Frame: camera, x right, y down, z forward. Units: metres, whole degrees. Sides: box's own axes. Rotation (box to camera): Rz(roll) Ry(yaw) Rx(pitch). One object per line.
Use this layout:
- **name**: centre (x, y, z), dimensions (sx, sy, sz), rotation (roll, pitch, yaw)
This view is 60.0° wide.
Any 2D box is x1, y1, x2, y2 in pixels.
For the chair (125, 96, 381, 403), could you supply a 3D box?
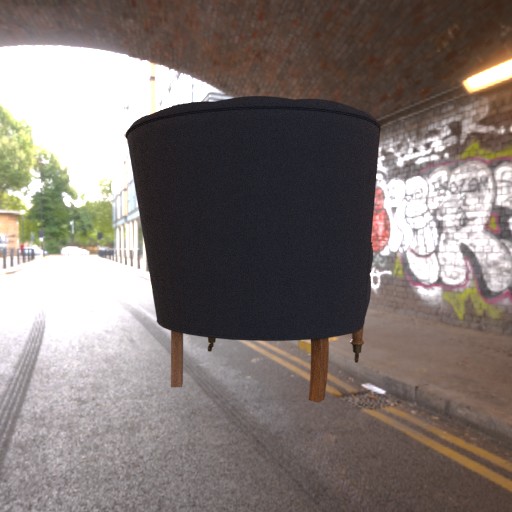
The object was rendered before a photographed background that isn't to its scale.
- **chair**: centre (0.000, 0.000, 1.368), dimensions (0.740, 0.771, 0.718), rotation (0, 1, 17)
